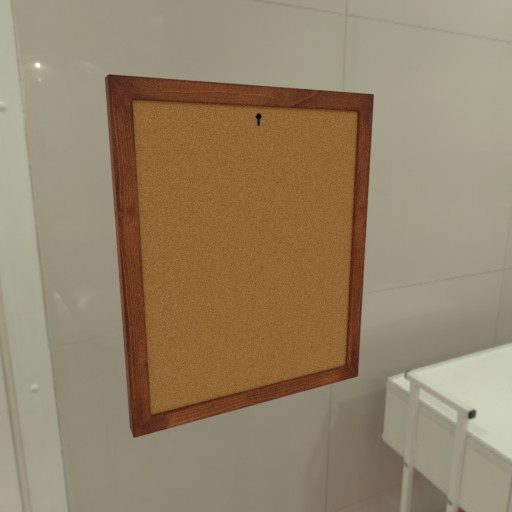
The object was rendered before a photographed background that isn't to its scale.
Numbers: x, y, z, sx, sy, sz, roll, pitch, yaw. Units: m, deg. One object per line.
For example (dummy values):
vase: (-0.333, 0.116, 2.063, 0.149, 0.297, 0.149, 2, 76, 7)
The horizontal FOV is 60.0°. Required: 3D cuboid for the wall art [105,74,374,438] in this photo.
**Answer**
wall art: (0.000, 0.000, 0.775, 0.462, 0.558, 0.030, -6, 14, -26)
